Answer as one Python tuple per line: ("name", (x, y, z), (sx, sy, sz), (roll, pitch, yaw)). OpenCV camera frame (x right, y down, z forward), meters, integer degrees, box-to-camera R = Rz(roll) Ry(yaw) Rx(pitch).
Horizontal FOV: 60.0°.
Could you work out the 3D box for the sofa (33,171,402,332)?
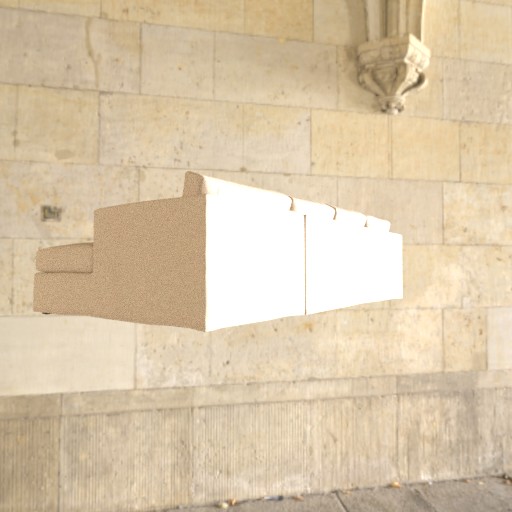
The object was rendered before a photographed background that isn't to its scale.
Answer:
("sofa", (0.000, 0.000, 3.930), (1.622, 0.871, 3.206), (-1, -2, 35))
